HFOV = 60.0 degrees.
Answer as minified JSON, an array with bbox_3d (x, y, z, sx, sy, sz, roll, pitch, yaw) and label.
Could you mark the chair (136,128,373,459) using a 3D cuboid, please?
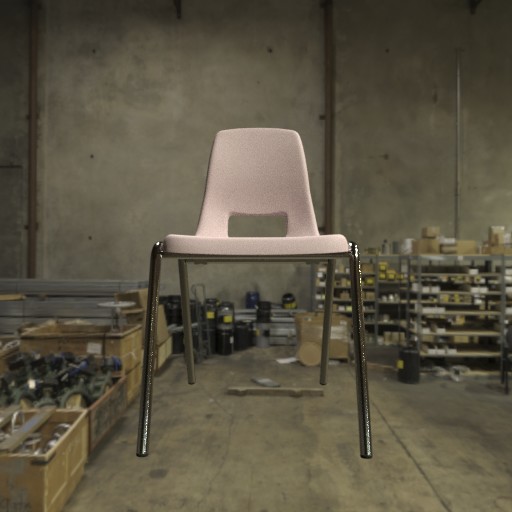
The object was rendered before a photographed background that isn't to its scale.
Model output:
[{"bbox_3d":[0.000,0.000,0.923,0.381,0.653,0.436,0,0,1],"label":"chair"}]
